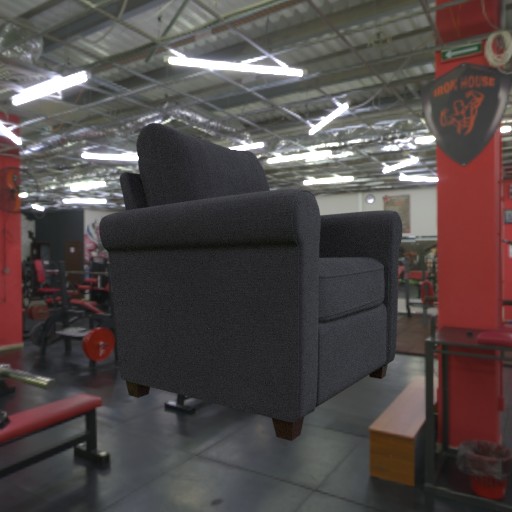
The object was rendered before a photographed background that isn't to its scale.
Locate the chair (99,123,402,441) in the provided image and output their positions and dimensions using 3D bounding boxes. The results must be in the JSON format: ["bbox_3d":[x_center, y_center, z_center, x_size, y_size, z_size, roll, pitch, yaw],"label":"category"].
[{"bbox_3d":[0.000,0.000,1.639,0.828,0.942,0.867,0,1,35],"label":"chair"}]
